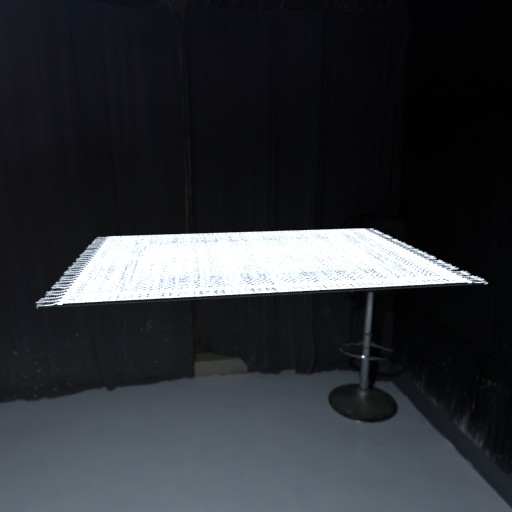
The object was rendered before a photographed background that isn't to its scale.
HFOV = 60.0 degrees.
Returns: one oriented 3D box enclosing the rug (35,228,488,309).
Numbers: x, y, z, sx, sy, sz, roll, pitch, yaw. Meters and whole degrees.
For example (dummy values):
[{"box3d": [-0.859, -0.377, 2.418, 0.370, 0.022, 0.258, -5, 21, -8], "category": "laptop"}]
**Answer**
[{"box3d": [0.000, 0.000, 2.360, 1.872, 0.013, 1.243, -2, 15, -9], "category": "rug"}]
